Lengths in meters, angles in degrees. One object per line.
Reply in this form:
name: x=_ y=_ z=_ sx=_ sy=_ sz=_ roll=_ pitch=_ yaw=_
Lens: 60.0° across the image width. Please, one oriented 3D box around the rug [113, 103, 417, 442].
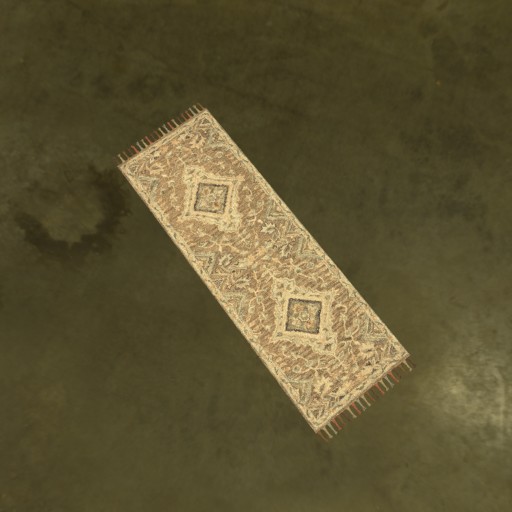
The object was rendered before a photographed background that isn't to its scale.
rug: x=0.000 y=0.000 z=2.848 sx=1.324 sy=0.018 sz=2.378 roll=-21 pitch=77 yaw=-5
